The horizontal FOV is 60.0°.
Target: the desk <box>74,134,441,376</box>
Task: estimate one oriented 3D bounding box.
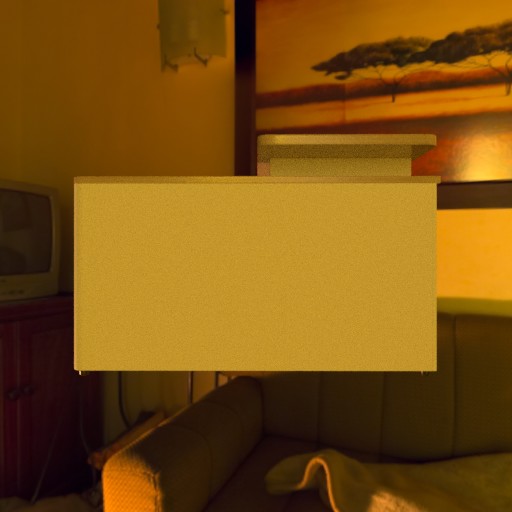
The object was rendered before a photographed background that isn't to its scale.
[{"bbox_3d":[0.000,0.000,2.103,1.175,0.770,1.400,0,0,0],"label":"desk"}]
